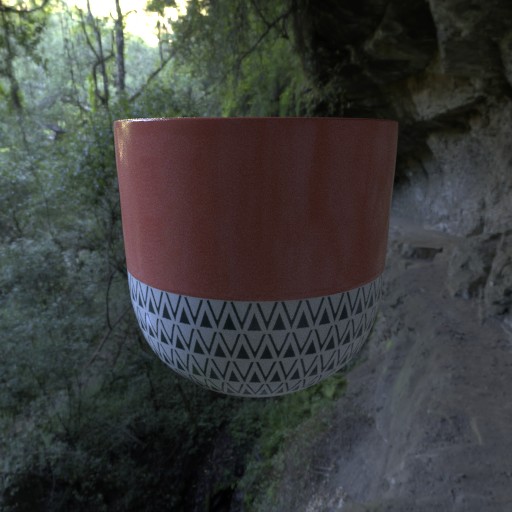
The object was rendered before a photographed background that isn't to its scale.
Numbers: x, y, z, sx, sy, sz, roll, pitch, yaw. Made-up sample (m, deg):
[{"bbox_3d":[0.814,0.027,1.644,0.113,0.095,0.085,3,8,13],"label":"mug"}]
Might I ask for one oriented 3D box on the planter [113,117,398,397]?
[{"bbox_3d":[0.000,0.000,0.467,0.266,0.270,0.266,0,15,0],"label":"planter"}]
